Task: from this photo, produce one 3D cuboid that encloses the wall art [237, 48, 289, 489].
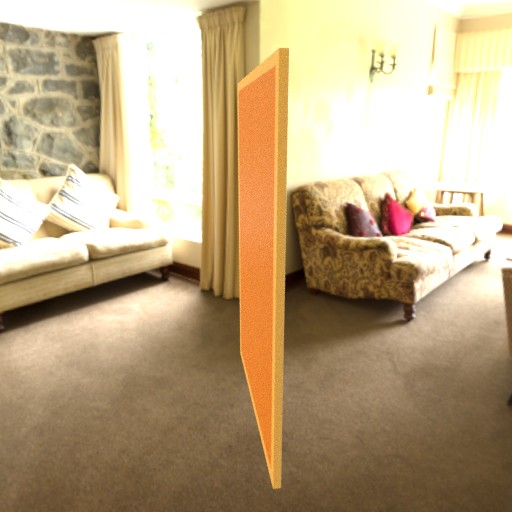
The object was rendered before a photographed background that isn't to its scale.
[{"bbox_3d":[0.000,0.000,0.845,0.013,0.656,0.456,-2,16,-8],"label":"wall art"}]
